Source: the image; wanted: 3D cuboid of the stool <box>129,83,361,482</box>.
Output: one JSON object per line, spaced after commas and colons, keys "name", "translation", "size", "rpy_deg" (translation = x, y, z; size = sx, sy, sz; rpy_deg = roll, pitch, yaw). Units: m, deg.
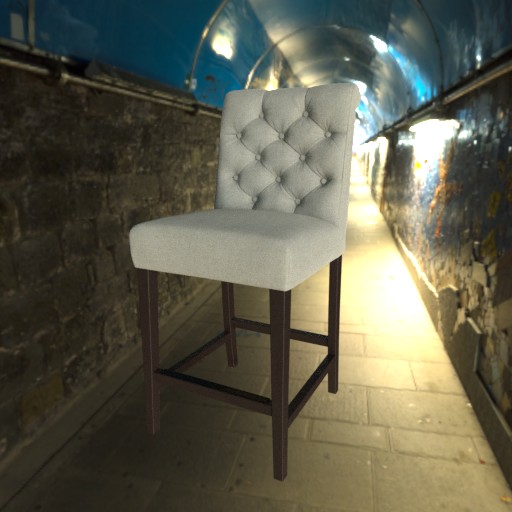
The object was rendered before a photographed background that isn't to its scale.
{"name": "stool", "translation": [0.000, 0.000, 1.373], "size": [0.493, 1.040, 0.601], "rpy_deg": [7, 15, 27]}
